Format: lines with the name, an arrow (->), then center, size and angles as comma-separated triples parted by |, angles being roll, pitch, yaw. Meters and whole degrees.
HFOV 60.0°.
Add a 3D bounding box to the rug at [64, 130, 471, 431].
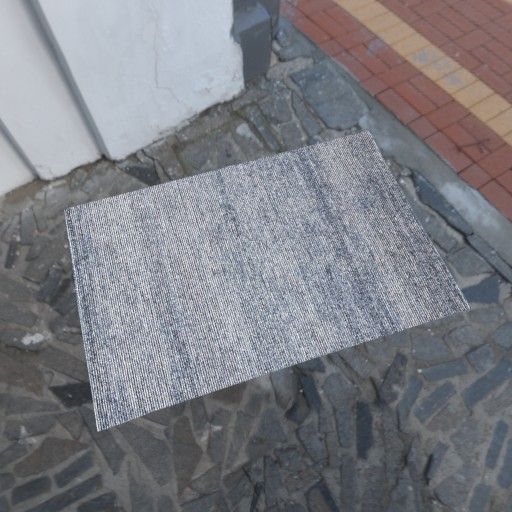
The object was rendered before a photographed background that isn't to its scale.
rug -> 0.000, 0.000, 2.177 | 1.740, 0.010, 1.135 | -16, 65, -8
